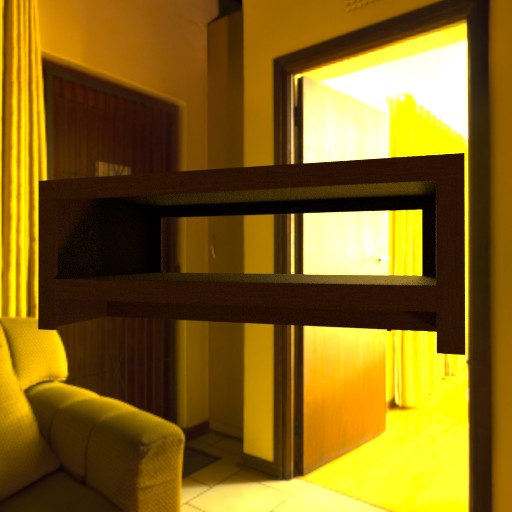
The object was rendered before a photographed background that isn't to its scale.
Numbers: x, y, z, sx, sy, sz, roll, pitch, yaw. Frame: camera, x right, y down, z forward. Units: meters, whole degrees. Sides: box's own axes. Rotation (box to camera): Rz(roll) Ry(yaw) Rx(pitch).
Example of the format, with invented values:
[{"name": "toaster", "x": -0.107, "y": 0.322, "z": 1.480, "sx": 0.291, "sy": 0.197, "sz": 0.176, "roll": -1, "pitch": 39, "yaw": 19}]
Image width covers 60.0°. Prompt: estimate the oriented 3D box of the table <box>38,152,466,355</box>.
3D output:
[{"name": "table", "x": 0.000, "y": 0.000, "z": 1.368, "sx": 1.099, "sy": 0.424, "sz": 0.597, "roll": 0, "pitch": 0, "yaw": 18}]
